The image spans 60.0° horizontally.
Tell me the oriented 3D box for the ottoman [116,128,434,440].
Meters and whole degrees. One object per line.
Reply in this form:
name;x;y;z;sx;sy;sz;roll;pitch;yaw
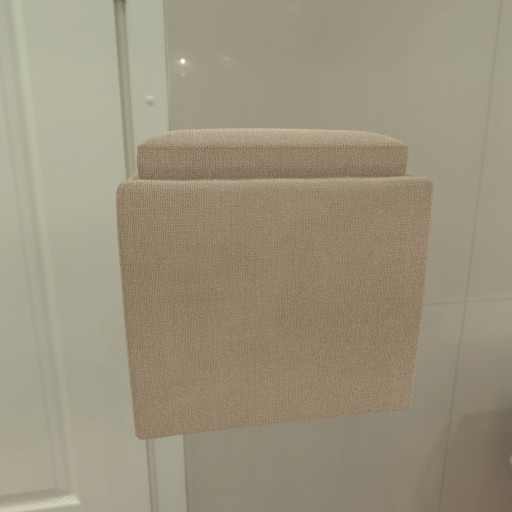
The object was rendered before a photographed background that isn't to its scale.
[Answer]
ottoman;0.000;0.000;0.832;0.451;0.460;0.450;-3;14;-10
